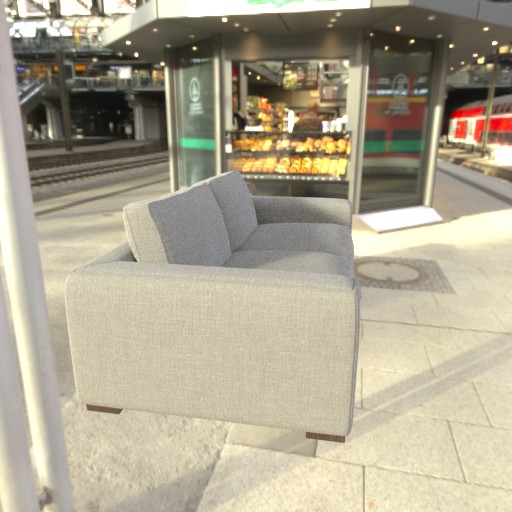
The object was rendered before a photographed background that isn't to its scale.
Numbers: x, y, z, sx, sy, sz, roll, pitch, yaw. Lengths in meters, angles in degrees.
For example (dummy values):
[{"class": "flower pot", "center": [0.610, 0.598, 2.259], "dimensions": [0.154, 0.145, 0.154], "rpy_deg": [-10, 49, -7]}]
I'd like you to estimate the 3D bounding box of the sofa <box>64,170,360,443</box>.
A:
[{"class": "sofa", "center": [0.000, 0.000, 2.409], "dimensions": [1.069, 0.800, 1.920], "rpy_deg": [3, 16, 11]}]
